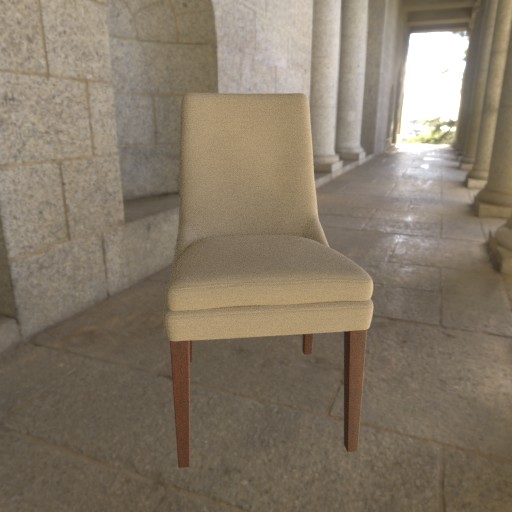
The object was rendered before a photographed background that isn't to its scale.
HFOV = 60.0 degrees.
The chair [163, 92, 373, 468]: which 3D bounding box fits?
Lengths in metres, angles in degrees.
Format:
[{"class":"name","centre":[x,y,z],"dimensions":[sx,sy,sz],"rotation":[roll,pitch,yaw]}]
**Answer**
[{"class":"chair","centre":[0.000,0.000,1.321],"dimensions":[0.515,0.940,0.638],"rotation":[-2,17,-7]}]
